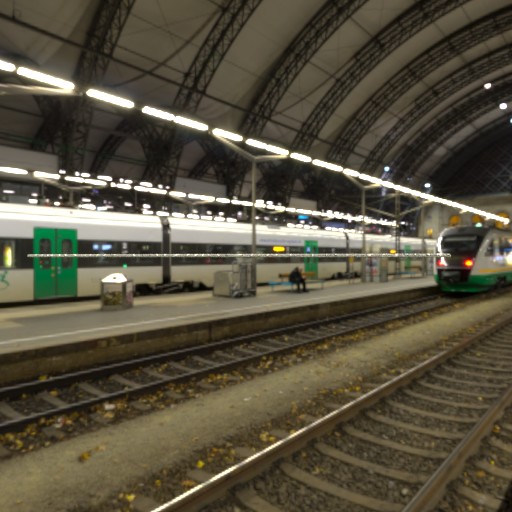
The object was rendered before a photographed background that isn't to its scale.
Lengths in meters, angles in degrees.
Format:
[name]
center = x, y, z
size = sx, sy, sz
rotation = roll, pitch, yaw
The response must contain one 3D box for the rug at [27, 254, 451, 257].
[rug]
center = 0.000, 0.000, 2.836
size = 2.144, 0.015, 1.543
rotation = 0, 0, 18
